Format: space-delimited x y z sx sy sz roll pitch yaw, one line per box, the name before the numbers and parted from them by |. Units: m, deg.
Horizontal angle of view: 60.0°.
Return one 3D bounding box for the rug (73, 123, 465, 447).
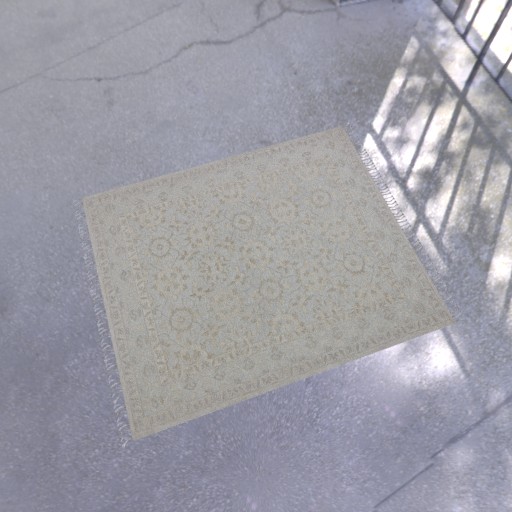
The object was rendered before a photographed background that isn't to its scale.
rug | 0.000 0.000 4.140 3.043 0.013 2.444 -17 65 -9
